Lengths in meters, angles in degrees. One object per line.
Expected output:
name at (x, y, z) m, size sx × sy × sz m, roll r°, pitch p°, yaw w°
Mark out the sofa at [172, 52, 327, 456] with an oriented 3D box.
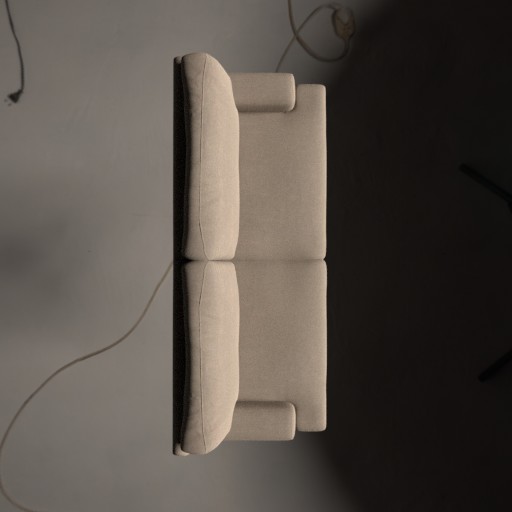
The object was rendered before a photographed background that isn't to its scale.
sofa at (0.000, 0.000, 2.878) m, size 0.962 × 0.980 × 2.354 m, roll 0°, pitch 89°, yaw 1°
